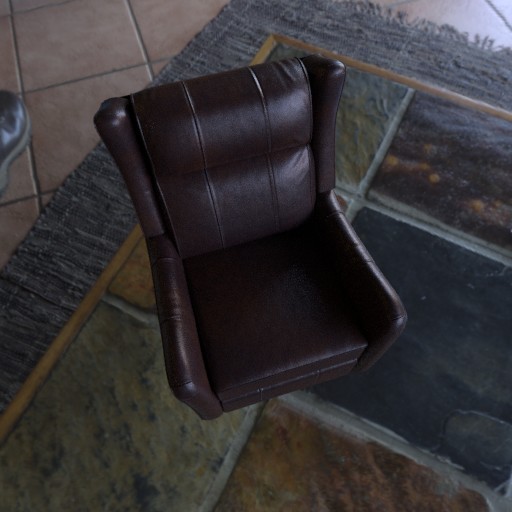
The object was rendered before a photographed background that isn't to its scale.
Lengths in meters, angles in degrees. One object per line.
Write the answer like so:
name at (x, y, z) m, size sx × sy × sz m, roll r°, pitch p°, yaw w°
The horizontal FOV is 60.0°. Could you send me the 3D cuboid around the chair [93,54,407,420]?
chair at (0.000, 0.000, 1.786) m, size 0.869 × 1.084 × 1.008 m, roll -15°, pitch 65°, yaw -8°
